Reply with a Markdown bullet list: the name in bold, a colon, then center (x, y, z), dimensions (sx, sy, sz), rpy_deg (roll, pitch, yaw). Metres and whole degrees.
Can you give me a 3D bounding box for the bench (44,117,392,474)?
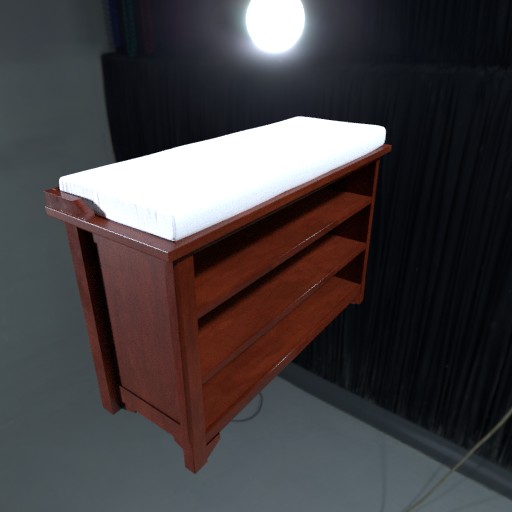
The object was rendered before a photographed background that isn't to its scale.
- **bench**: center (0.000, 0.000, 1.301), dimensions (0.369, 0.646, 0.987), rpy_deg (18, 32, 32)
